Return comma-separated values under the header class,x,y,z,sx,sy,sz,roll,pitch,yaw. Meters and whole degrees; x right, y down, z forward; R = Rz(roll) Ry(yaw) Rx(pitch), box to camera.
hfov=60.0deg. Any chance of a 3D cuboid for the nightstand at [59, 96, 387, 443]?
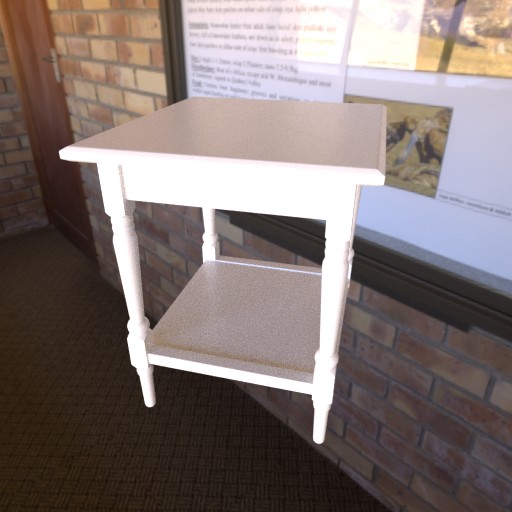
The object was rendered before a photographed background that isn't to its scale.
class,x,y,z,sx,sy,sz,roll,pitch,yaw
nightstand,0.000,0.000,0.935,0.459,0.555,0.505,7,29,13
